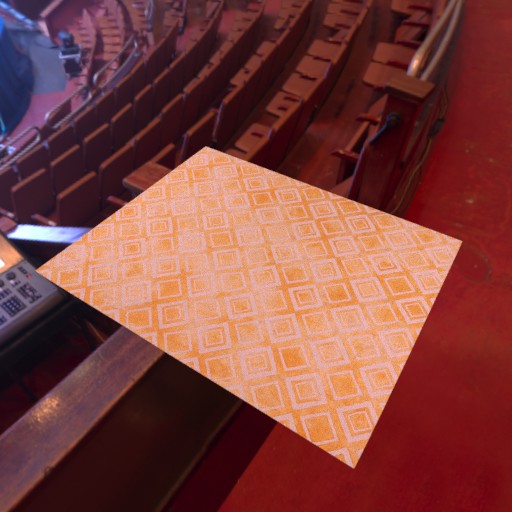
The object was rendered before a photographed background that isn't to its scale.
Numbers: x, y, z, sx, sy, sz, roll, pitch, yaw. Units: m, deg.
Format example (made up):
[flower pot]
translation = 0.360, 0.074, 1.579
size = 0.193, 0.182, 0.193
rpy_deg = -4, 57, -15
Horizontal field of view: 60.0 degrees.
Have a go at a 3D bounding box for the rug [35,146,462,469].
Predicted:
[rug]
translation = 0.000, 0.000, 4.019
size = 3.037, 0.011, 2.433
rpy_deg = 25, 50, 23
